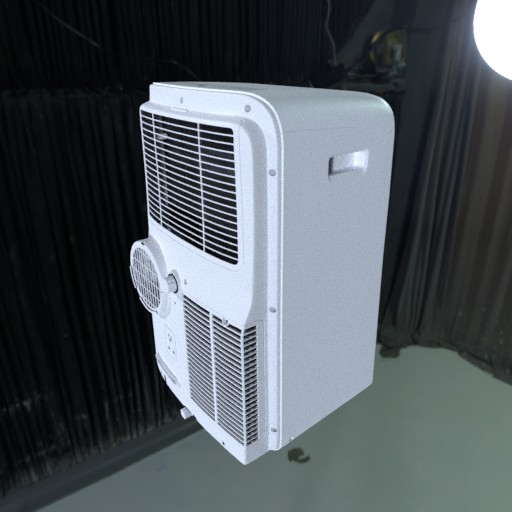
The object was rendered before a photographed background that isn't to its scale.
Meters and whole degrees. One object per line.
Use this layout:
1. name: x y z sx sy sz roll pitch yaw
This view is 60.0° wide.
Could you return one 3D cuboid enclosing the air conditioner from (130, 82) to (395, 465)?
1. air conditioner: 0.000 0.000 1.051 0.467 0.765 0.478 -18 30 -34
